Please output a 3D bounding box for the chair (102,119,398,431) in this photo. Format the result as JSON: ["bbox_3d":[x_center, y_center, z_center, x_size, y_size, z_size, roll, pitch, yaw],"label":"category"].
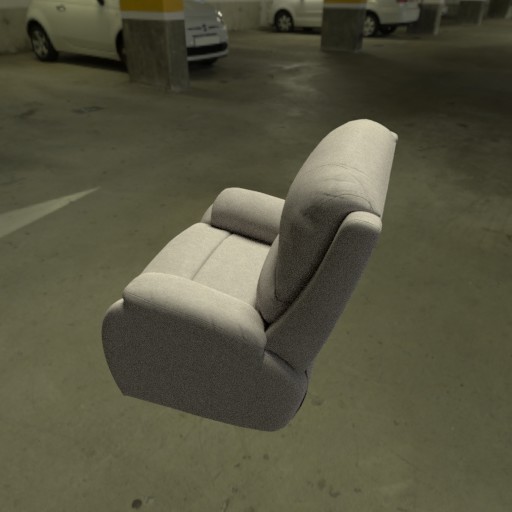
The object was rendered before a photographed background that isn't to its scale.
[{"bbox_3d":[0.000,0.000,1.715,0.899,1.011,0.930,10,32,15],"label":"chair"}]
